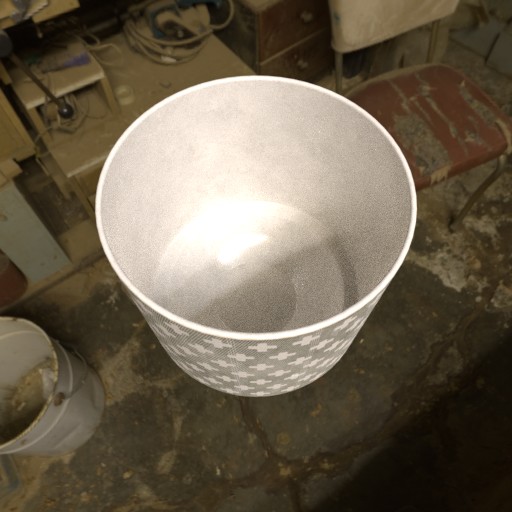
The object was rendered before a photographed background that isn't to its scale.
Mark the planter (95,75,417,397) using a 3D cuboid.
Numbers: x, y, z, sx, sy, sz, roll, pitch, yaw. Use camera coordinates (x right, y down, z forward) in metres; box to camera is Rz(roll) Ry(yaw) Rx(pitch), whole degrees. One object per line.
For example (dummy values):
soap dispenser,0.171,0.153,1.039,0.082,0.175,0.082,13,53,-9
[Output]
planter,0.000,0.000,0.344,0.190,0.181,0.190,0,62,0
